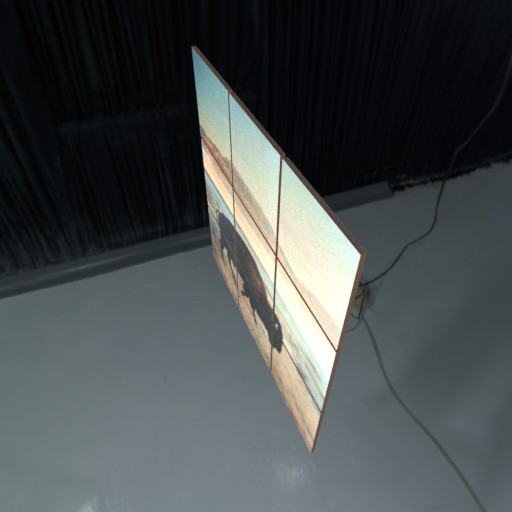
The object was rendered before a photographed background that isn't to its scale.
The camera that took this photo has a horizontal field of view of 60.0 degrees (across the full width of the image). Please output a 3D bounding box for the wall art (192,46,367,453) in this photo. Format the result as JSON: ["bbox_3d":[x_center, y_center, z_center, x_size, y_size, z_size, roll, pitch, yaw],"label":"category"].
[{"bbox_3d":[0.000,0.000,1.339,0.018,0.904,0.906,-17,49,-16],"label":"wall art"}]
